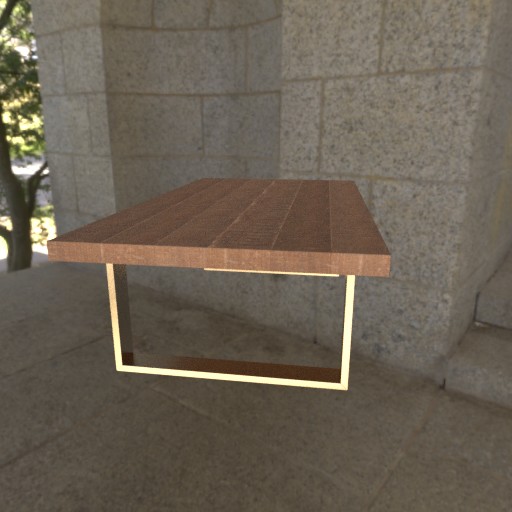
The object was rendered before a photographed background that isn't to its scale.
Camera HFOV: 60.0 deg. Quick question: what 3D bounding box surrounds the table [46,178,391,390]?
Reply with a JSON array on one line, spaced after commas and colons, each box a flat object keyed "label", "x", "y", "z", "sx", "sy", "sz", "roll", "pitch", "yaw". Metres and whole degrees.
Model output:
[{"label": "table", "x": 0.000, "y": 0.000, "z": 1.726, "sx": 0.800, "sy": 0.440, "sz": 1.400, "roll": 2, "pitch": 16, "yaw": 8}]
